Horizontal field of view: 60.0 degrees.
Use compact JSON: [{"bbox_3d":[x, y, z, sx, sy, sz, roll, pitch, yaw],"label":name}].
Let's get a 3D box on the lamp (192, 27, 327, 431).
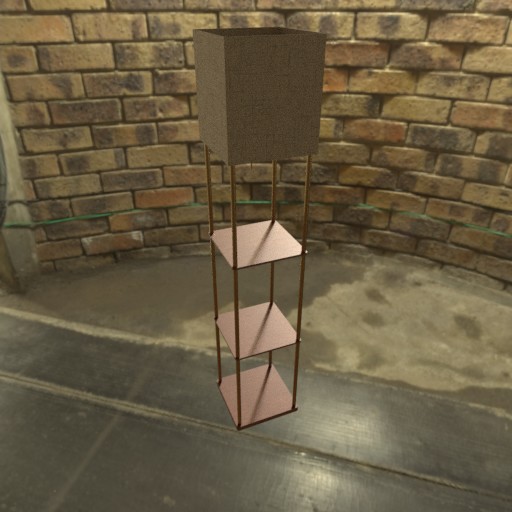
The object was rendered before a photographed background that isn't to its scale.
[{"bbox_3d":[0.000,0.000,1.730,0.308,1.569,0.310,-12,33,-19],"label":"lamp"}]
